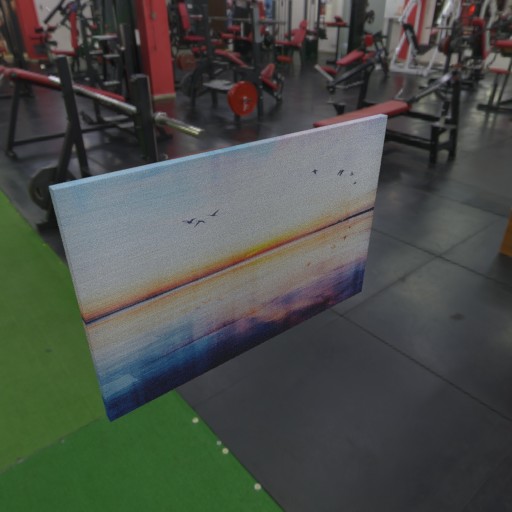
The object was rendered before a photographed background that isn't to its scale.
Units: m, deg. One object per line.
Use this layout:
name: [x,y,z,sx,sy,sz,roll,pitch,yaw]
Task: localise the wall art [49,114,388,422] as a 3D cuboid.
wall art: [0.000,0.000,1.465,1.137,0.756,0.034,-21,37,-31]
